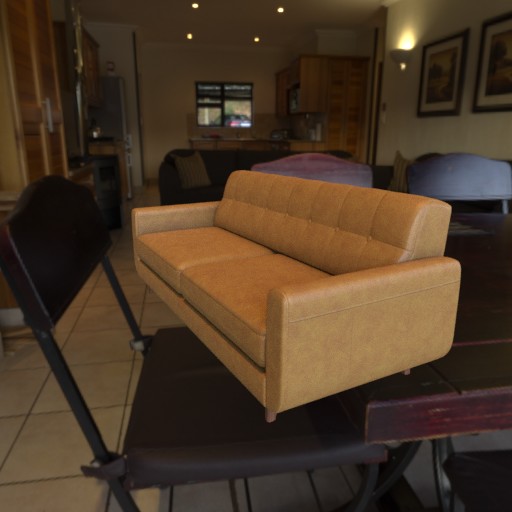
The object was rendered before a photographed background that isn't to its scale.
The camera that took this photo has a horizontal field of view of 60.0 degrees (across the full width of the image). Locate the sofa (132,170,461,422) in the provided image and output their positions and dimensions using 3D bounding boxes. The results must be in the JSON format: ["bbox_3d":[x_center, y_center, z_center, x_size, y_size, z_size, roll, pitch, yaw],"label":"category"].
[{"bbox_3d":[0.000,0.000,2.655,0.980,0.892,2.137,-8,17,-28],"label":"sofa"}]
